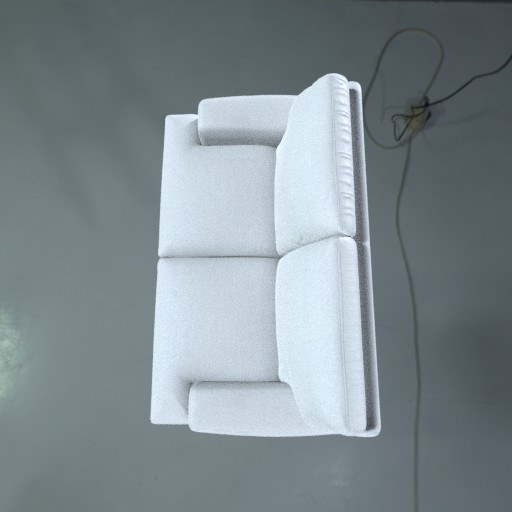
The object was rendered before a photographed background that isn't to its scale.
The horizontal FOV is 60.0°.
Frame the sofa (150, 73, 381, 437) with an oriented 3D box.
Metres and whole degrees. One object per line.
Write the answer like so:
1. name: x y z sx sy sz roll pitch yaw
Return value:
1. sofa: 0.000 0.000 2.489 1.143 0.940 1.880 0 77 0
